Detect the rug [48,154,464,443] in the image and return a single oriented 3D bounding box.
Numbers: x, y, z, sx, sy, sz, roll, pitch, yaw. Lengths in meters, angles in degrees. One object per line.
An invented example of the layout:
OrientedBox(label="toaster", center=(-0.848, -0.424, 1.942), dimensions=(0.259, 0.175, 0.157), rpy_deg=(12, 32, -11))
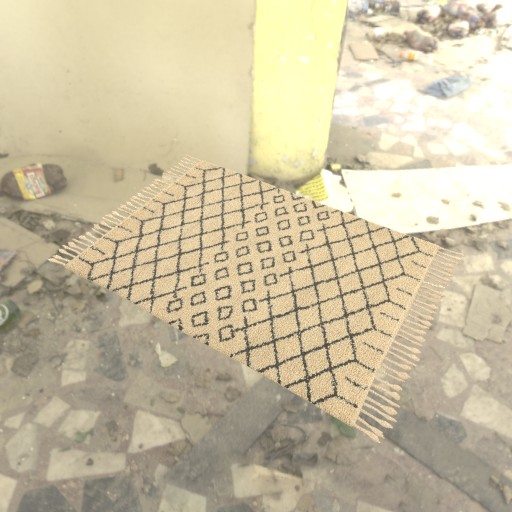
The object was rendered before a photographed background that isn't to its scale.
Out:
OrientedBox(label="rug", center=(0.000, 0.000, 3.250), dimensions=(2.615, 0.029, 1.664), rpy_deg=(24, 49, 22))
